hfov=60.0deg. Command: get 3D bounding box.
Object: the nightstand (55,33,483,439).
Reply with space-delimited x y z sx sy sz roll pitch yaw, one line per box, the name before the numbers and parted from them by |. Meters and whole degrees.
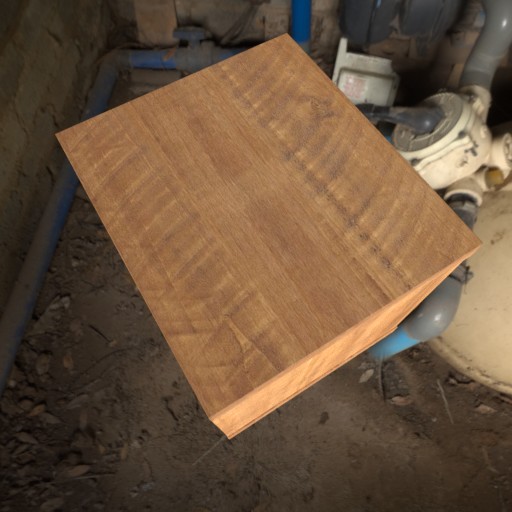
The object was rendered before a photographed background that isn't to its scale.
nightstand | 0.000 0.000 0.870 0.436 0.491 0.493 -29 68 -13
